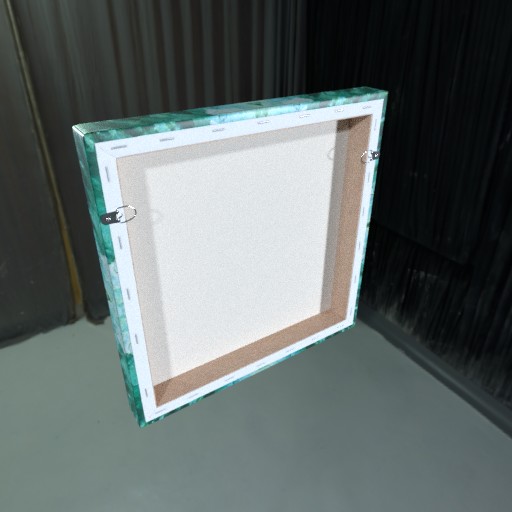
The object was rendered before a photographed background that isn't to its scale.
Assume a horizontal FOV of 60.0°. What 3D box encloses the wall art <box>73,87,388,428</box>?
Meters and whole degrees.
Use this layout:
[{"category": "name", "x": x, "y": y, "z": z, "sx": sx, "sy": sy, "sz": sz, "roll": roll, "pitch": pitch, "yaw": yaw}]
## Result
[{"category": "wall art", "x": 0.000, "y": 0.000, "z": 0.477, "sx": 0.313, "sy": 0.313, "sz": 0.033, "roll": -18, "pitch": 35, "yaw": -28}]
